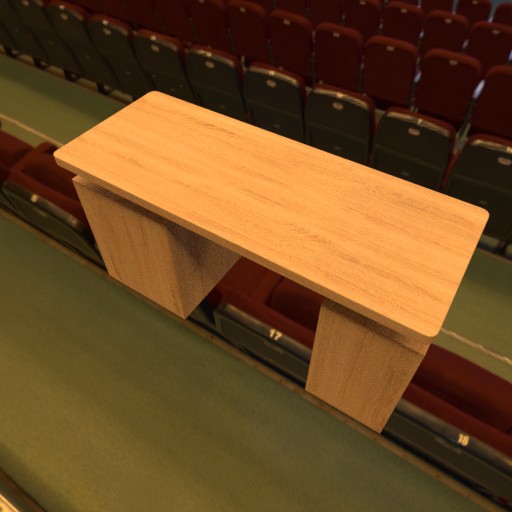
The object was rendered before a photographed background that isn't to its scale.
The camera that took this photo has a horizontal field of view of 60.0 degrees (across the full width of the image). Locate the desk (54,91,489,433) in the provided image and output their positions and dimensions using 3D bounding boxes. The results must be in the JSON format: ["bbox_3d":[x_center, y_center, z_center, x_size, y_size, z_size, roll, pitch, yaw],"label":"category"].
[{"bbox_3d":[0.000,0.000,1.771,1.400,0.760,0.550,26,53,21],"label":"desk"}]
